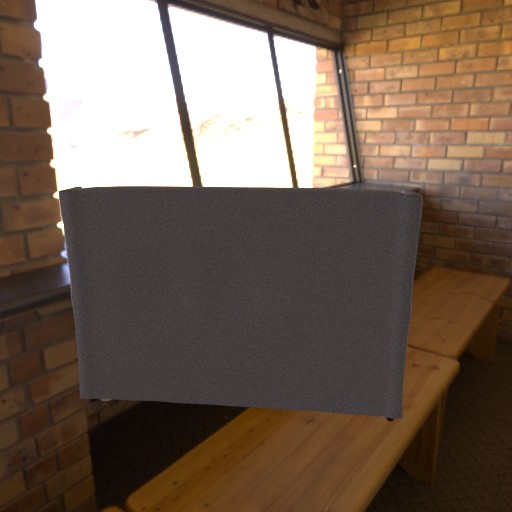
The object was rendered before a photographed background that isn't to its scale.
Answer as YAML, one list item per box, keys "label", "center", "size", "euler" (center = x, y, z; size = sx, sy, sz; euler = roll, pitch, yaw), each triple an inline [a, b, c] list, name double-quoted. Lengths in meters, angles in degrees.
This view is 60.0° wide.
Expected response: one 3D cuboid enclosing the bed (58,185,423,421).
- label: "bed"
  center: [0.000, 0.000, 3.519]
  size: [1.925, 1.332, 2.276]
  euler: [2, 15, 6]
